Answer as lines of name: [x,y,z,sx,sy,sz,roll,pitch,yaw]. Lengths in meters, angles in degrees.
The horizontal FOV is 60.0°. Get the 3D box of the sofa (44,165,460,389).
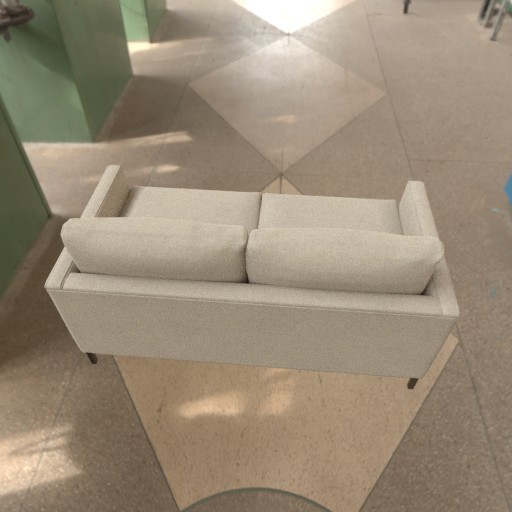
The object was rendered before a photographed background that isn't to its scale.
sofa: [0.000,0.000,2.180,1.682,0.840,0.875,4,47,3]
